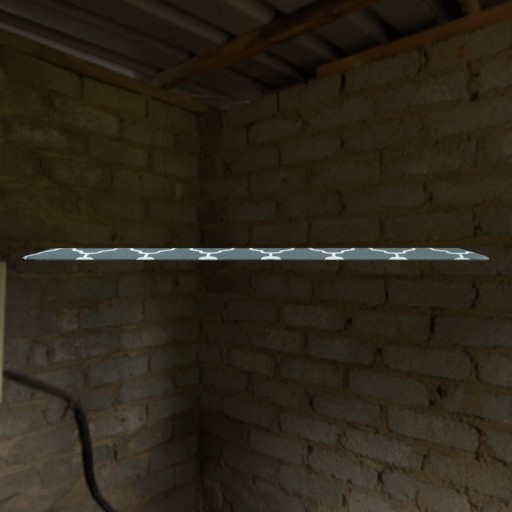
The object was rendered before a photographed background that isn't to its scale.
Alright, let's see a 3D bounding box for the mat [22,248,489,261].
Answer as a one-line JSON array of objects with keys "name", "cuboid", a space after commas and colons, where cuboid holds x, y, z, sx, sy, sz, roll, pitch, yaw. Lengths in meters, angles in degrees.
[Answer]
[{"name": "mat", "cuboid": [0.000, 0.000, 0.947, 0.762, 0.021, 0.508, 0, -1, 2]}]
